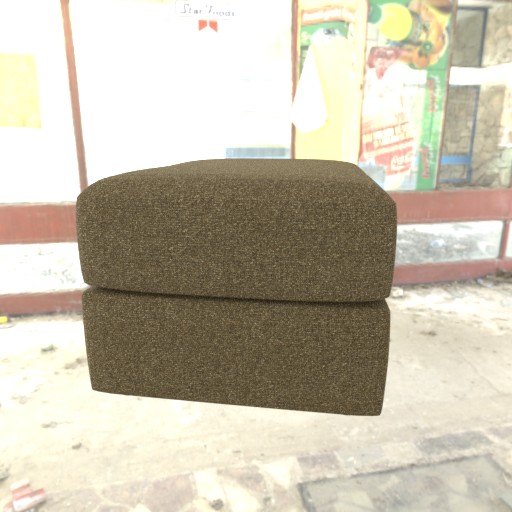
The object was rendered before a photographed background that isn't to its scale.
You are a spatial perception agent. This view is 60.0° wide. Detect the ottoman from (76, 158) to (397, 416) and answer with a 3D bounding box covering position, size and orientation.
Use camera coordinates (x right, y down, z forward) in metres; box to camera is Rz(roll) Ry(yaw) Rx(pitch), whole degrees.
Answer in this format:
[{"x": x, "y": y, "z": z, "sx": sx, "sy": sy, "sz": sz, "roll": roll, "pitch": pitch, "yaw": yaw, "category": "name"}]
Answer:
[{"x": 0.000, "y": 0.000, "z": 1.146, "sx": 0.598, "sy": 0.476, "sz": 0.742, "roll": 2, "pitch": 15, "yaw": 8, "category": "ottoman"}]
